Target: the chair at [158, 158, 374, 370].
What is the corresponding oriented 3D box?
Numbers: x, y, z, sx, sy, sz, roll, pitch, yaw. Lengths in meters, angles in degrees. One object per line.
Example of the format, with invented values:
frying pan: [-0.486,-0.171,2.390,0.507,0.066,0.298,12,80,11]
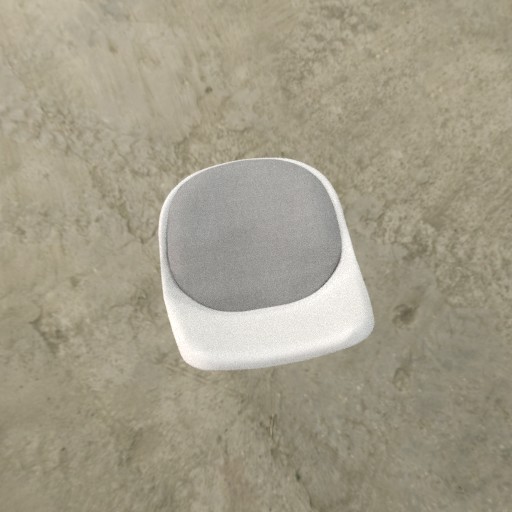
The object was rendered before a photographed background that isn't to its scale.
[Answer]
chair: [0.000,0.000,1.171,0.485,0.850,0.550,-9,77,-2]
